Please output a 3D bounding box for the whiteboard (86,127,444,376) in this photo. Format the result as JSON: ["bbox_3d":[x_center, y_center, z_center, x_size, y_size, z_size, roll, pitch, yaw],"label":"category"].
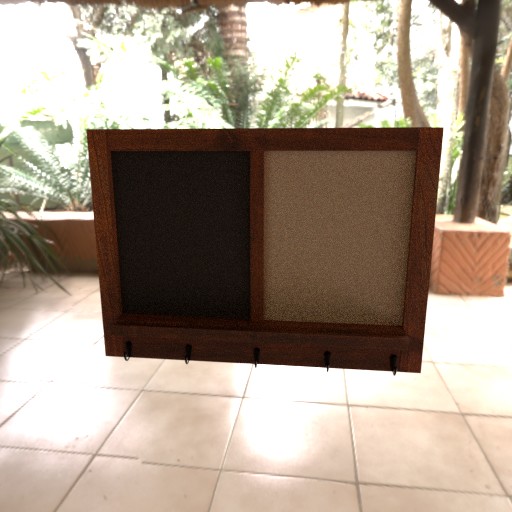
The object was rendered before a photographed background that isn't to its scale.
[{"bbox_3d":[0.000,0.000,0.994,0.768,0.553,0.083,2,13,6],"label":"whiteboard"}]
